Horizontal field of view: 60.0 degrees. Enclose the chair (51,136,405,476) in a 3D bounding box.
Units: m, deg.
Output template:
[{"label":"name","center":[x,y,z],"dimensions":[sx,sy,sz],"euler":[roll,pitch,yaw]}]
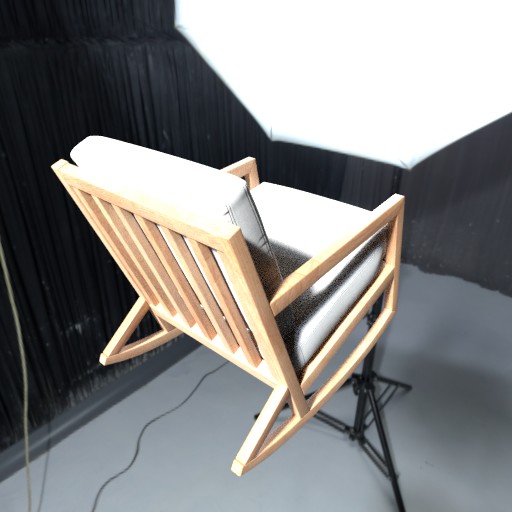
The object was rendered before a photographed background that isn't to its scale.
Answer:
[{"label":"chair","center":[0.000,0.000,1.375],"dimensions":[0.622,0.790,0.857],"euler":[23,36,35]}]
